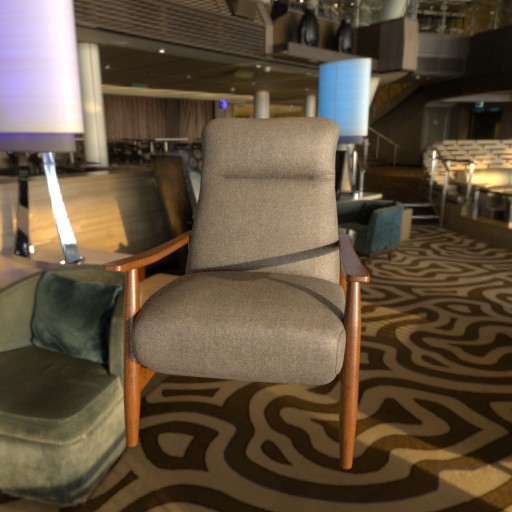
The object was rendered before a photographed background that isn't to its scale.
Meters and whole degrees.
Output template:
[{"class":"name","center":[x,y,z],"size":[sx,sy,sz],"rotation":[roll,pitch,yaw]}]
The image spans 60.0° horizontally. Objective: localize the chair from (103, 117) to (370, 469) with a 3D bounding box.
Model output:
[{"class":"chair","center":[0.000,0.000,1.735],"size":[0.762,1.081,1.014],"rotation":[2,15,8]}]
